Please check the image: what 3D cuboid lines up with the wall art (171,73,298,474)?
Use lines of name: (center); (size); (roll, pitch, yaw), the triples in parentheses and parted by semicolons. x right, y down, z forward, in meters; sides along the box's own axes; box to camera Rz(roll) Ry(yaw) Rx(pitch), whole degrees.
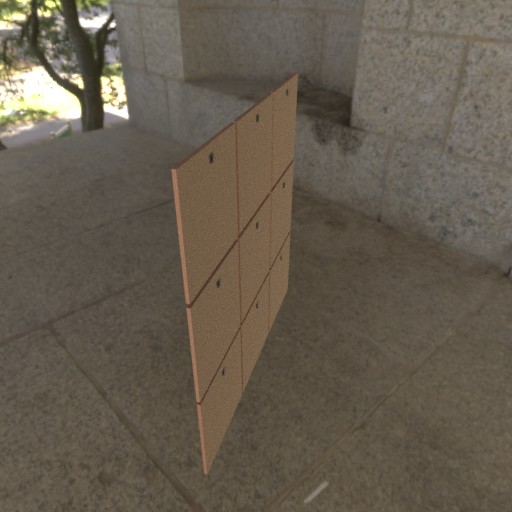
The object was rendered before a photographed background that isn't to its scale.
wall art: (0.000, 0.000, 1.839); (0.019, 1.218, 1.221); (10, 34, 15)
